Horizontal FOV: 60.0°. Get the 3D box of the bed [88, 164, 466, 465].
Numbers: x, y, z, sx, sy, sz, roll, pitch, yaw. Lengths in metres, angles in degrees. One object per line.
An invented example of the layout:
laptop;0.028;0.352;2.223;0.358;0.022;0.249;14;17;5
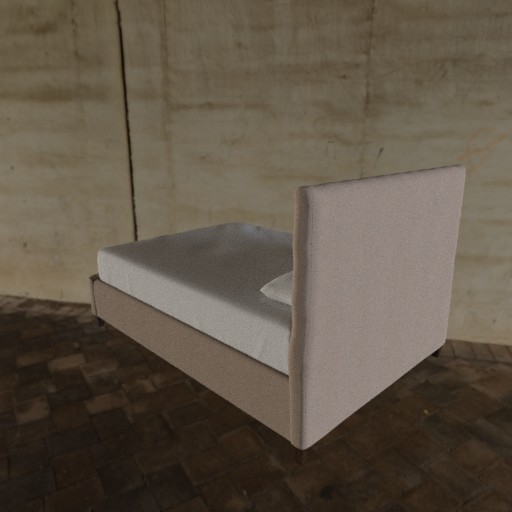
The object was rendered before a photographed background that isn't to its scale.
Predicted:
bed;0.000;0.000;3.425;1.698;1.427;2.387;-15;22;-42
